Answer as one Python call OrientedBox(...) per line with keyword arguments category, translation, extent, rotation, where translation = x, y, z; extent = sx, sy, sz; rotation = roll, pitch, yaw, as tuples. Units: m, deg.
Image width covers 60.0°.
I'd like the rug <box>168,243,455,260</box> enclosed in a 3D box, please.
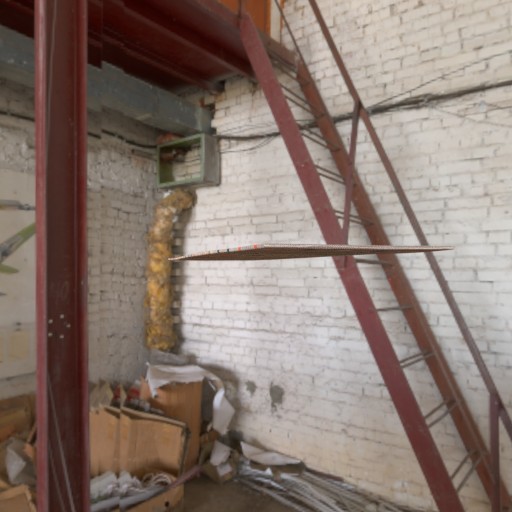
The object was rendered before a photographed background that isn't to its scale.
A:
OrientedBox(category="rug", translation=(0.000, 0.000, 2.640), extent=(0.744, 0.022, 2.419), rotation=(1, -2, -18))
